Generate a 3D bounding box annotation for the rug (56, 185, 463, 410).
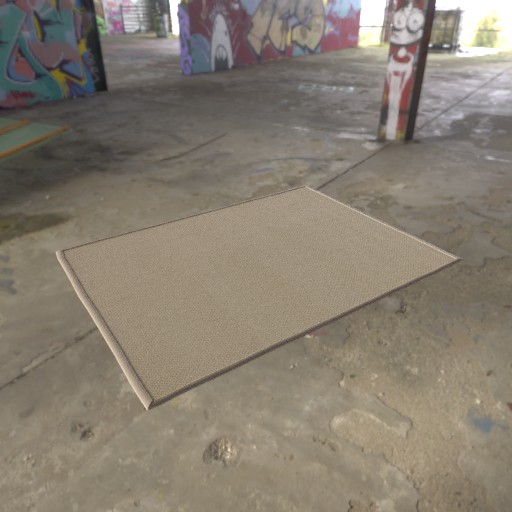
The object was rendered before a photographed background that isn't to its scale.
[{"bbox_3d":[0.000,0.000,2.779,2.081,0.020,1.525,-19,35,-29],"label":"rug"}]
